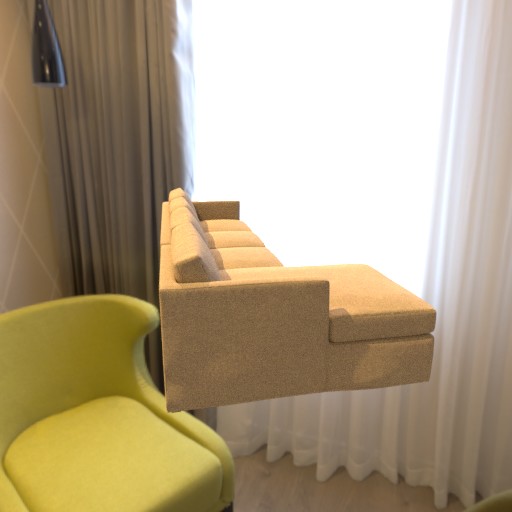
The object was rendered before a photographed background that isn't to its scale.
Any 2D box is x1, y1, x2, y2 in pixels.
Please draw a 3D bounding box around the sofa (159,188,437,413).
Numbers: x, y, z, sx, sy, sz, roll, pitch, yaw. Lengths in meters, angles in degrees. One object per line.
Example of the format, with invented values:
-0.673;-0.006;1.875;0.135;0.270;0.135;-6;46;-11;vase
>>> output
0.000;0.000;3.958;1.638;0.920;3.198;-3;15;-11;sofa
